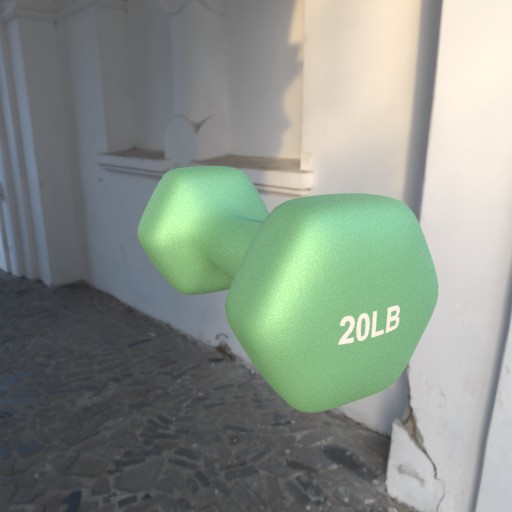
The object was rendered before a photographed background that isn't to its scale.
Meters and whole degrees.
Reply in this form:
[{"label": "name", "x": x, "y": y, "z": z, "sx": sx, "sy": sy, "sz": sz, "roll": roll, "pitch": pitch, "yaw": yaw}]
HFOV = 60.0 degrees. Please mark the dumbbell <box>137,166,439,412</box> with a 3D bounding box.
[{"label": "dumbbell", "x": 0.000, "y": 0.000, "z": 0.333, "sx": 0.129, "sy": 0.117, "sz": 0.260, "roll": -8, "pitch": 18, "yaw": -26}]
